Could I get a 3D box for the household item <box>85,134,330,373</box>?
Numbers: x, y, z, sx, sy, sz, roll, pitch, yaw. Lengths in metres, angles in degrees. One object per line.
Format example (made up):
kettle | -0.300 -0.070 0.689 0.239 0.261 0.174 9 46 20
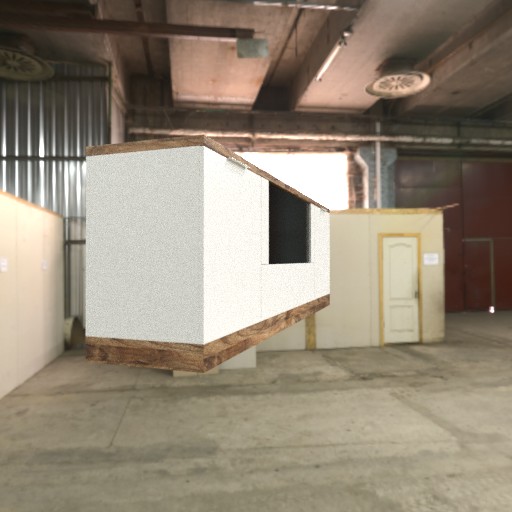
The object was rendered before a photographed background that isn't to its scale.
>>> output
household item | 0.000 0.000 2.048 0.390 0.615 1.800 0 0 20
